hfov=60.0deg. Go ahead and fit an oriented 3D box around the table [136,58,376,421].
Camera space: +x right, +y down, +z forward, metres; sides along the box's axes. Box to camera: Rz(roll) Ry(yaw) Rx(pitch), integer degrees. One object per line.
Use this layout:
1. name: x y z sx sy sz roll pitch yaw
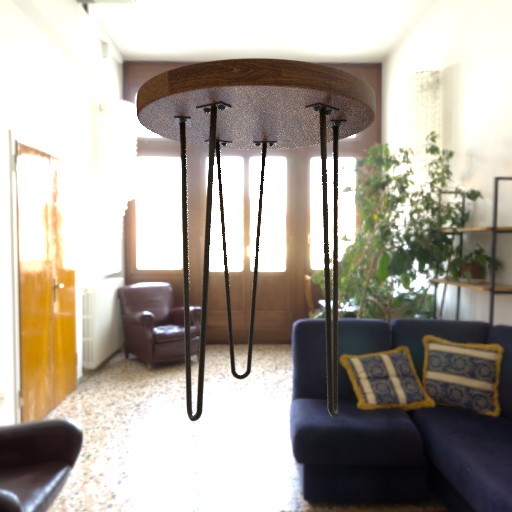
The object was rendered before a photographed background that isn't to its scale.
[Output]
1. table: 0.000 0.000 0.773 0.400 0.520 0.400 0 2 0
